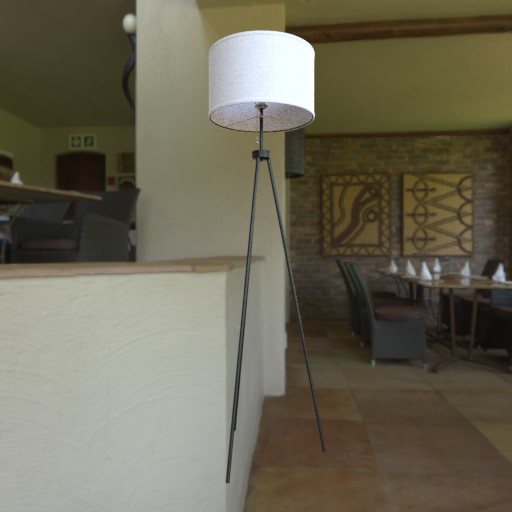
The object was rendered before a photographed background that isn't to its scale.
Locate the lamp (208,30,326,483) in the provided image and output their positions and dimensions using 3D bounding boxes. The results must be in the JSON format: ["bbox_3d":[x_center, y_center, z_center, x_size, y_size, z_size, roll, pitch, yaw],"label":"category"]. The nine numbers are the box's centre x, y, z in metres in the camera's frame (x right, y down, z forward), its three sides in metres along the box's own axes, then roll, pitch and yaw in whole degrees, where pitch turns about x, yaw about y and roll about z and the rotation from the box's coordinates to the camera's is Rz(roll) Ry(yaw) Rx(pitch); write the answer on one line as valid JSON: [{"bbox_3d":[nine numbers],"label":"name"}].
[{"bbox_3d":[0.000,0.000,1.738,0.448,1.545,0.458,-1,1,-37],"label":"lamp"}]
